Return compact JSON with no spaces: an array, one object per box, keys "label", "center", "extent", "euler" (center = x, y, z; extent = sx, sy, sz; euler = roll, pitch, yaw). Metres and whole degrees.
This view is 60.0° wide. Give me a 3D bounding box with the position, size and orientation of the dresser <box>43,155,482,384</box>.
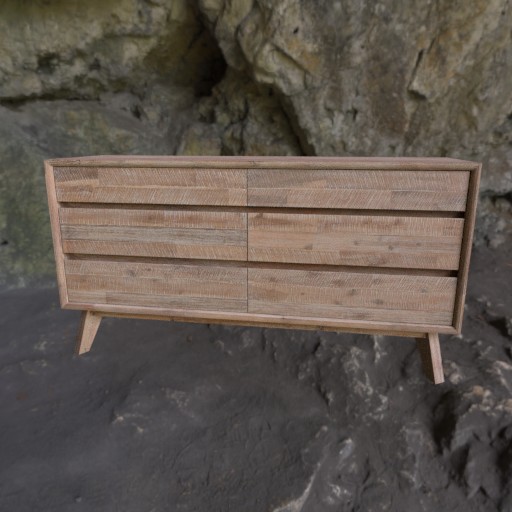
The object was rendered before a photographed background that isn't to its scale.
[{"label":"dresser","center":[0.000,0.000,1.871],"extent":[1.554,0.805,0.455],"euler":[2,15,9]}]
